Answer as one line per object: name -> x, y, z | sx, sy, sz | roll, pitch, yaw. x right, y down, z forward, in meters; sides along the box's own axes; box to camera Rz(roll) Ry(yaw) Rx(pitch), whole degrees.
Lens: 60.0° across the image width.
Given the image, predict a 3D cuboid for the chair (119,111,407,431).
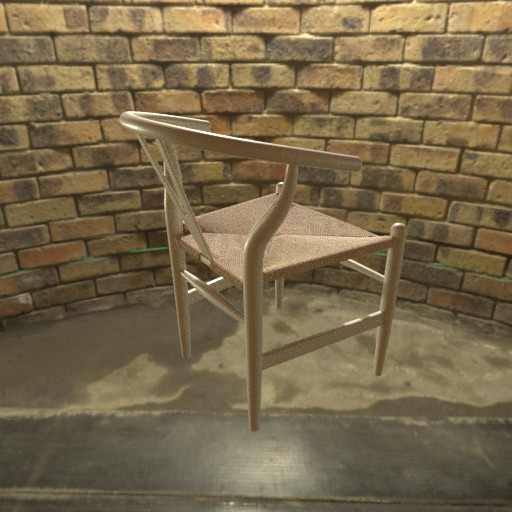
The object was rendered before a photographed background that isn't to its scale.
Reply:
chair -> 0.000, 0.000, 1.135 | 0.579, 0.730, 0.569 | -18, 31, -33
